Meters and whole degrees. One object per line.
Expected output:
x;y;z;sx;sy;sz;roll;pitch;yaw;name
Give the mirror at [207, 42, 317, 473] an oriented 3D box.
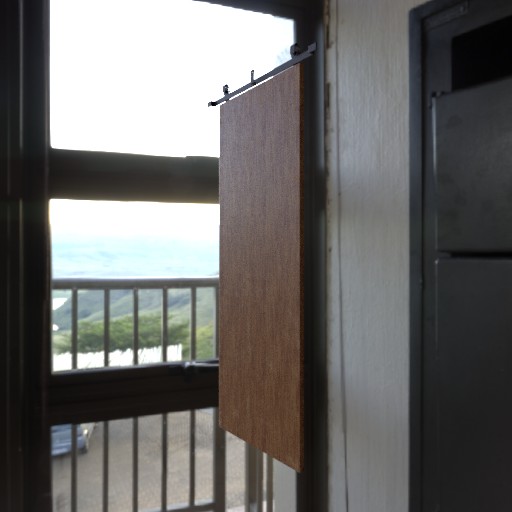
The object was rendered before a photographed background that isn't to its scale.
0.000;0.000;2.091;0.042;1.793;0.847;0;0;-36;mirror
